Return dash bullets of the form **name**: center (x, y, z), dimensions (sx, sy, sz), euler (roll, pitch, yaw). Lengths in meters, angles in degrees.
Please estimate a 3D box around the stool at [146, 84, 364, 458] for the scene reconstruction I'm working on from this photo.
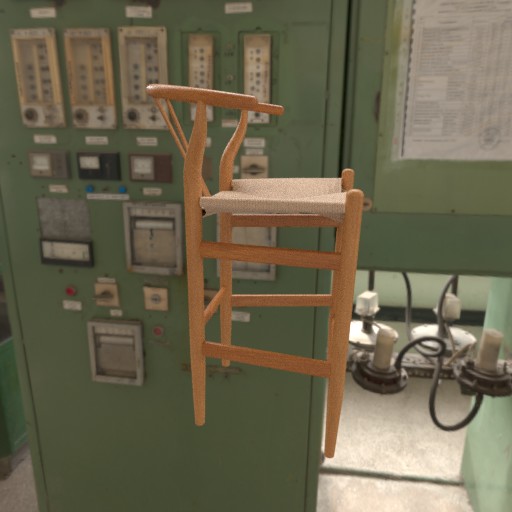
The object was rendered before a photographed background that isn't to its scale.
- **stool**: center (0.000, 0.000, 1.347), dimensions (0.579, 0.970, 0.569), euler (3, 17, 9)
